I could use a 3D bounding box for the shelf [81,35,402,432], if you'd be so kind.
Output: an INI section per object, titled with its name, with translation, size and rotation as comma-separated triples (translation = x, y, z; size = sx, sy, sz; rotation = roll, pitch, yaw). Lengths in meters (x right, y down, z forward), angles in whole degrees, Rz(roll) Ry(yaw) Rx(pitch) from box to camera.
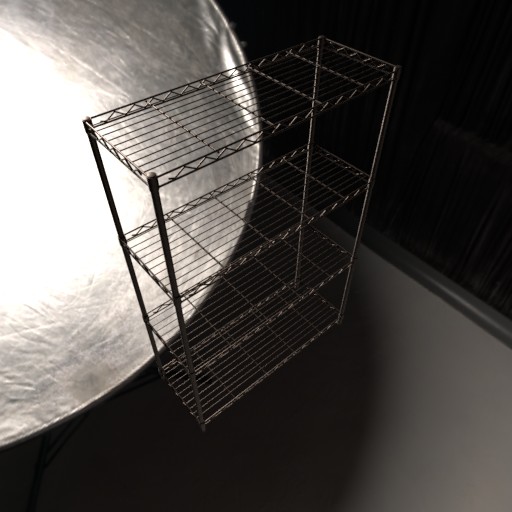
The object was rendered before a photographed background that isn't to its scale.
[shelf]
translation = 0.000, 0.000, 1.753
size = 0.907, 1.361, 0.352
rotation = -31, 53, -27
